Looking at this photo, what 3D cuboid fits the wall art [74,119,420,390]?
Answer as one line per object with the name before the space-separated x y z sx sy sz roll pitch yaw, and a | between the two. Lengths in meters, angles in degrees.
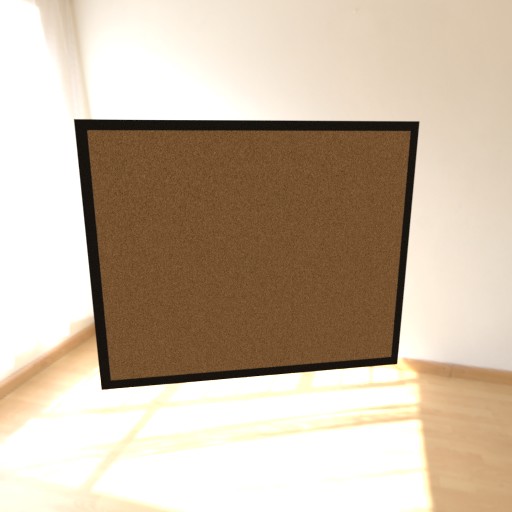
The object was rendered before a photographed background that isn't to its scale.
wall art | 0.000 0.000 0.776 0.554 0.454 0.030 -2 15 -9
